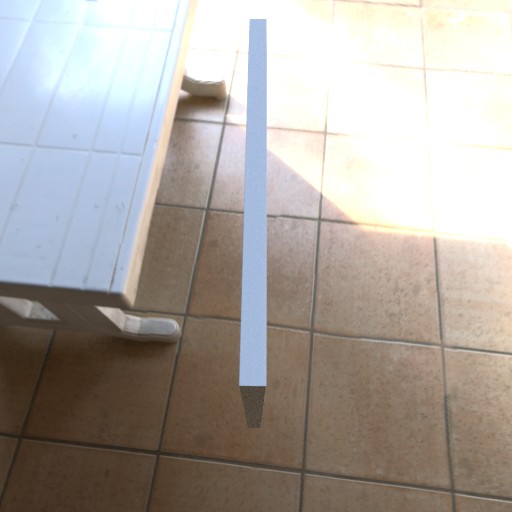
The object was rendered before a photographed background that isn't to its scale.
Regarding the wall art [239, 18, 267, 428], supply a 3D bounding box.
[{"bbox_3d":[0.000,0.000,1.127,0.038,0.761,0.763,1,65,0],"label":"wall art"}]
